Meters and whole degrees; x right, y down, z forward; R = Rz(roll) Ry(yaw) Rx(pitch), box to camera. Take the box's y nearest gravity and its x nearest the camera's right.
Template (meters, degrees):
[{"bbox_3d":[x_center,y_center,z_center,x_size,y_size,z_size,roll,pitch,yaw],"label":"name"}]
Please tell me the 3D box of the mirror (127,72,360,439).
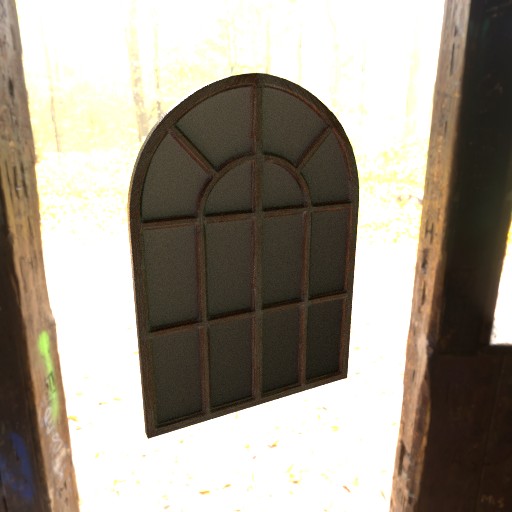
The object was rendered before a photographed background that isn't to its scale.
[{"bbox_3d":[0.000,0.000,1.201,0.660,0.920,0.032,-8,19,-25],"label":"mirror"}]
